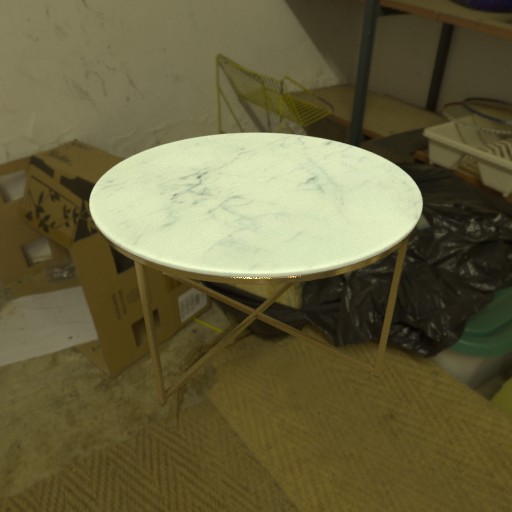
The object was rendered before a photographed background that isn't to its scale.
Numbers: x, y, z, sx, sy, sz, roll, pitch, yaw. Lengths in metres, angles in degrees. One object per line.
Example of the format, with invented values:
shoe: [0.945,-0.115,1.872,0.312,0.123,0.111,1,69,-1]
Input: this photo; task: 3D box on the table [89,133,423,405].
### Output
table: [0.000,0.000,1.234,0.800,0.450,0.800,0,33,0]
